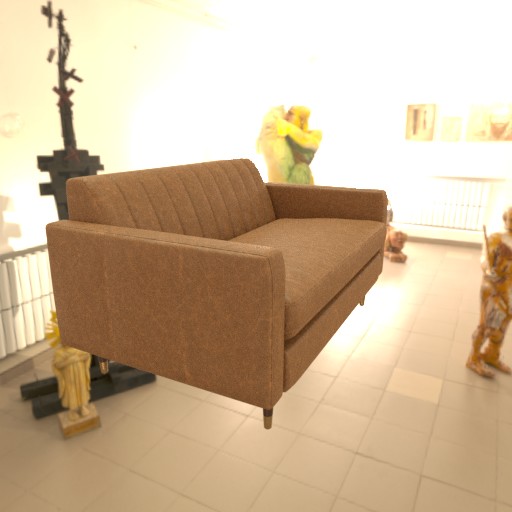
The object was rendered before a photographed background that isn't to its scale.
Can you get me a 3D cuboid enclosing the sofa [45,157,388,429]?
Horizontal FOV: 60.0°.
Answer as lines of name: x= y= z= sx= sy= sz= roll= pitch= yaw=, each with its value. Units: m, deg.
sofa: x=0.000 y=0.000 z=2.109 sx=0.960 sy=0.820 sz=1.549 roll=8 pitch=18 yaw=27
